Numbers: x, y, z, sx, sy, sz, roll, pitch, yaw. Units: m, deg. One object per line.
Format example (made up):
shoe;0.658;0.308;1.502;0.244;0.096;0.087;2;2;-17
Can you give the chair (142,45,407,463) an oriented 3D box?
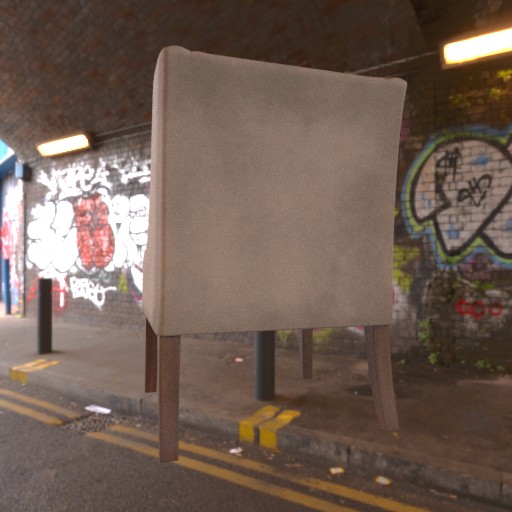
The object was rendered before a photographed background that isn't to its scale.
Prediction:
chair;0.000;0.000;1.307;0.629;0.895;0.629;0;-1;-17
